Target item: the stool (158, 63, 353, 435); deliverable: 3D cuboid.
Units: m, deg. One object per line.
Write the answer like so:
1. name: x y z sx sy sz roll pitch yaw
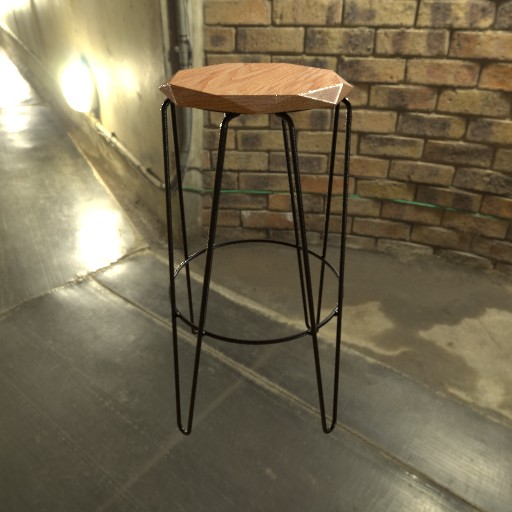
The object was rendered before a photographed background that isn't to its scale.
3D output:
1. stool: 0.000 0.000 0.799 0.326 0.610 0.326 0 32 0
